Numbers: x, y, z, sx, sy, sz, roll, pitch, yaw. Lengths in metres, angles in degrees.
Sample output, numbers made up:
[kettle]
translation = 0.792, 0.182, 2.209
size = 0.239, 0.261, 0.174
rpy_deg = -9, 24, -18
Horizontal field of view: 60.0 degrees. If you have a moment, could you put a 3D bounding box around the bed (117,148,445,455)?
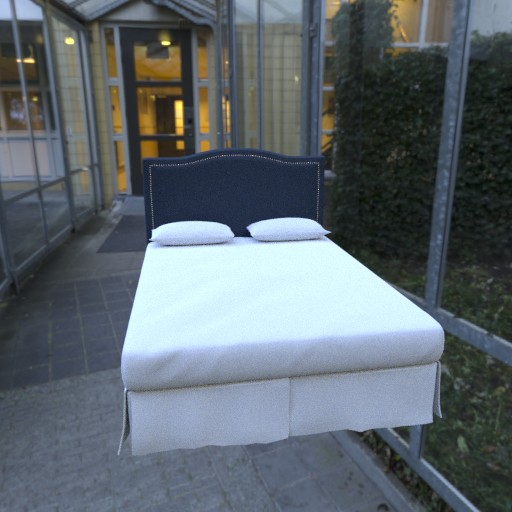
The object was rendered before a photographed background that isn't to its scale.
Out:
[bed]
translation = 0.000, 0.000, 3.259
size = 1.821, 1.436, 2.282
rpy_deg = -3, 17, -9
